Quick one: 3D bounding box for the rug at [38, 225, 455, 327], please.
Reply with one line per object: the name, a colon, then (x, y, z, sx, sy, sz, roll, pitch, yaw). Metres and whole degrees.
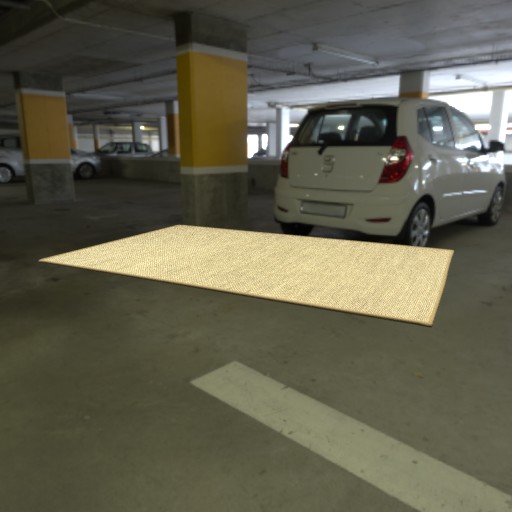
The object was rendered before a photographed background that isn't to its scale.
rug: (0.000, 0.000, 2.089, 1.667, 0.013, 1.062, 7, 15, 26)
